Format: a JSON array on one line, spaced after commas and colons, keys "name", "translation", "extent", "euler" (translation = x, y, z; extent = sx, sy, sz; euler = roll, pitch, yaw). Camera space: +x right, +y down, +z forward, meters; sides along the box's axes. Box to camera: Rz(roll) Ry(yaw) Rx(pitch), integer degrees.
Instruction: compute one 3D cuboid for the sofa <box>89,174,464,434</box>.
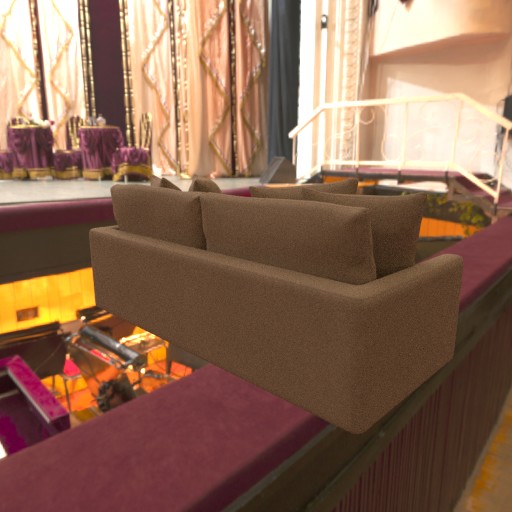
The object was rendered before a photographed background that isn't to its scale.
[{"name": "sofa", "translation": [0.000, 0.000, 2.981], "extent": [2.380, 1.084, 1.228], "euler": [12, 18, 43]}]
